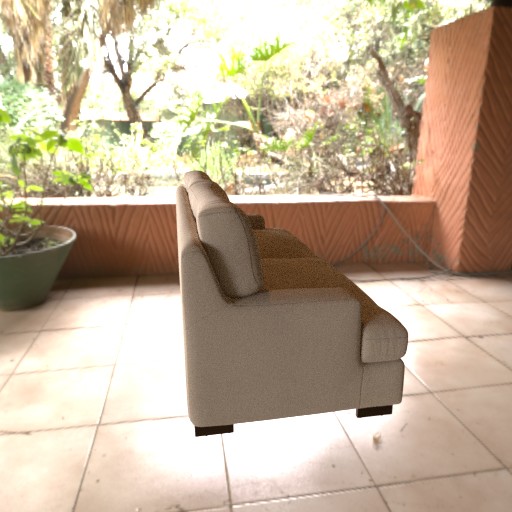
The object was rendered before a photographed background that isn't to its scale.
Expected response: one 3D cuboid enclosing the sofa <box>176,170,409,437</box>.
[{"bbox_3d":[0.000,0.000,2.711,0.929,0.925,2.147,-3,15,-10],"label":"sofa"}]
